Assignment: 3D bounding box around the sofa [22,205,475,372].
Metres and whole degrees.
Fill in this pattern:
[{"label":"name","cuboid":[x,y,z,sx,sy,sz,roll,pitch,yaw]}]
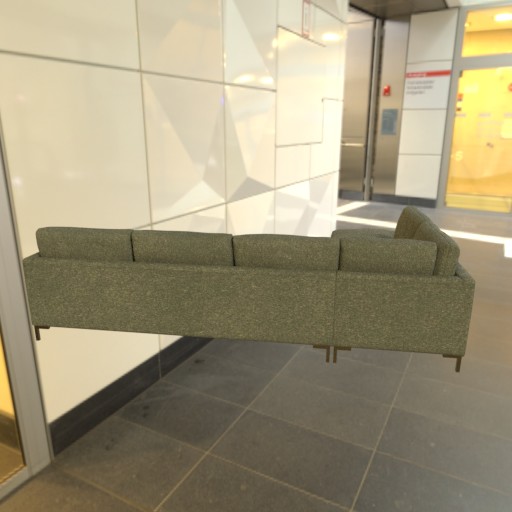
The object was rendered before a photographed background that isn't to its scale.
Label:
[{"label":"sofa","cuboid":[0.000,0.000,3.772,2.949,0.815,2.007,2,17,8]}]
